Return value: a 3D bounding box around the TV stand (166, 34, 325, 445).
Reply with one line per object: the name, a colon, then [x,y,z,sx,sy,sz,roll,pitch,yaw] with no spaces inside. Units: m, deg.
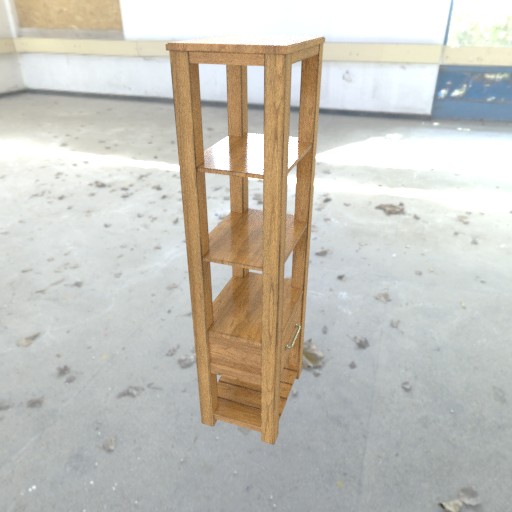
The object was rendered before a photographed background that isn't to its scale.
TV stand: [0.000,0.000,2.077,0.435,1.828,0.565,10,31,17]
